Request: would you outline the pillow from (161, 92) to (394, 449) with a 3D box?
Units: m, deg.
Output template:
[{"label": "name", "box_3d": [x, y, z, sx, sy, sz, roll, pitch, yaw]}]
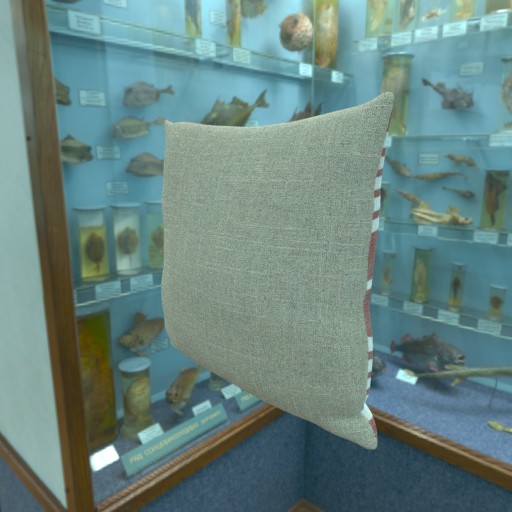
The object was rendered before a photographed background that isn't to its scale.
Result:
[{"label": "pillow", "box_3d": [0.000, 0.000, 0.662, 0.439, 0.427, 0.182, 13, 18, 43]}]
